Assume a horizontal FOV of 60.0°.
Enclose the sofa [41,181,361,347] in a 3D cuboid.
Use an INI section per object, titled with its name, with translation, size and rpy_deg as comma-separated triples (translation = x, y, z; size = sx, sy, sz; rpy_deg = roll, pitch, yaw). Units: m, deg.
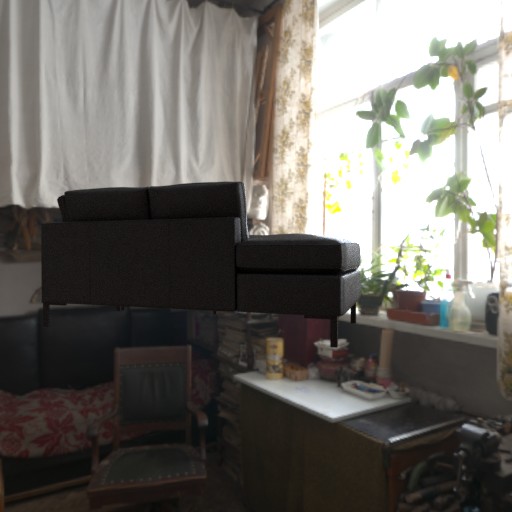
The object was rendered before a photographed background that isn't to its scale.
[sofa]
translation = 0.000, 0.000, 3.890
size = 1.938, 0.877, 2.984
rpy_deg = 0, 1, 19
